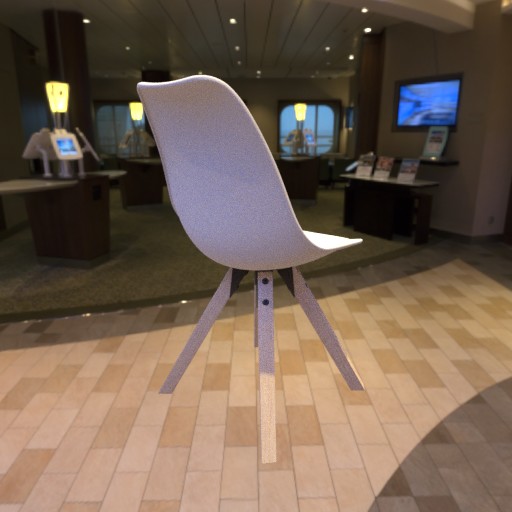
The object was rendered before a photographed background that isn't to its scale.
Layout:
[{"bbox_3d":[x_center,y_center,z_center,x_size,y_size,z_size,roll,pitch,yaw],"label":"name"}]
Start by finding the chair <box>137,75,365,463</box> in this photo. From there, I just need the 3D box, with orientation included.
[{"bbox_3d":[0.000,0.000,1.193,0.485,0.850,0.550,14,21,41],"label":"chair"}]
